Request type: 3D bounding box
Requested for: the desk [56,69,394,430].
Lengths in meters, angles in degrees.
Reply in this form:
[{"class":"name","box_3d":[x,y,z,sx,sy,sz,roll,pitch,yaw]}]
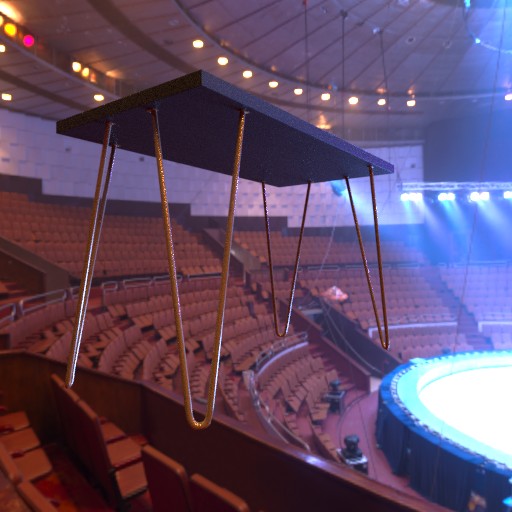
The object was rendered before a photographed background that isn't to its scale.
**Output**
[{"class":"desk","box_3d":[0.000,0.000,1.343,0.499,0.660,0.991,-1,-1,37]}]
